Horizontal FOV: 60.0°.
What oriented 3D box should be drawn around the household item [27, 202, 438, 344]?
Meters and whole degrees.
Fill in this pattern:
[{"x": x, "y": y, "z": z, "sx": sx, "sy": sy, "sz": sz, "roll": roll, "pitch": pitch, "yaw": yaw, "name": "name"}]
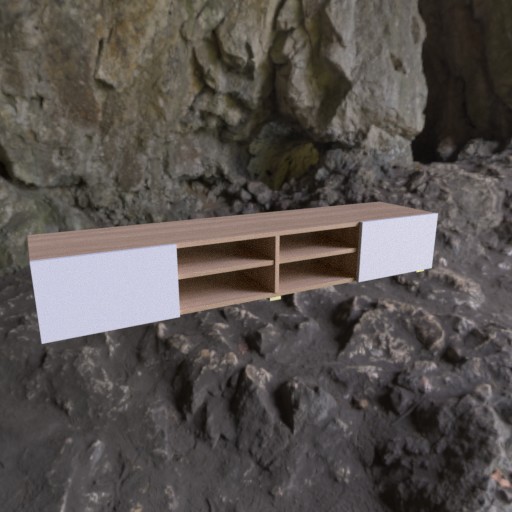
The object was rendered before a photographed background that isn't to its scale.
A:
[{"x": 0.000, "y": 0.000, "z": 2.051, "sx": 1.850, "sy": 0.310, "sz": 0.420, "roll": -8, "pitch": 18, "yaw": -26, "name": "household item"}]
